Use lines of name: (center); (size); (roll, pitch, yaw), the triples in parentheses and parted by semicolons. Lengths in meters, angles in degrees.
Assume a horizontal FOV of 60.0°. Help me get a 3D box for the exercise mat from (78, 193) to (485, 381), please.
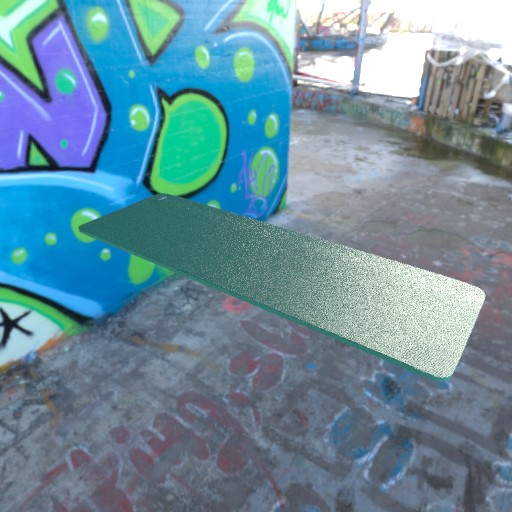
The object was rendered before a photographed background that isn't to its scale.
exercise mat: (0.000, 0.000, 2.035); (1.869, 0.021, 0.616); (19, 35, 30)
